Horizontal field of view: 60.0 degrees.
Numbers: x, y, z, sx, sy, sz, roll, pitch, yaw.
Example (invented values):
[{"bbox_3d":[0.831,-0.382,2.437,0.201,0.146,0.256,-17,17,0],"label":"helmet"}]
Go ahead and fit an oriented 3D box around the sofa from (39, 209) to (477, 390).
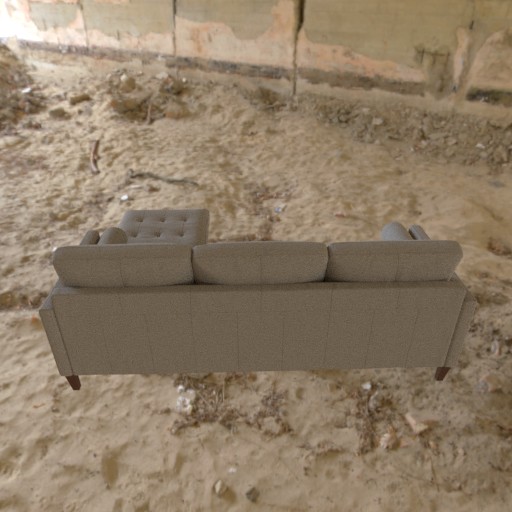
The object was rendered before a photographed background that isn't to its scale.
[{"bbox_3d":[0.000,0.000,2.896,2.178,0.875,1.506,-1,31,-2],"label":"sofa"}]
